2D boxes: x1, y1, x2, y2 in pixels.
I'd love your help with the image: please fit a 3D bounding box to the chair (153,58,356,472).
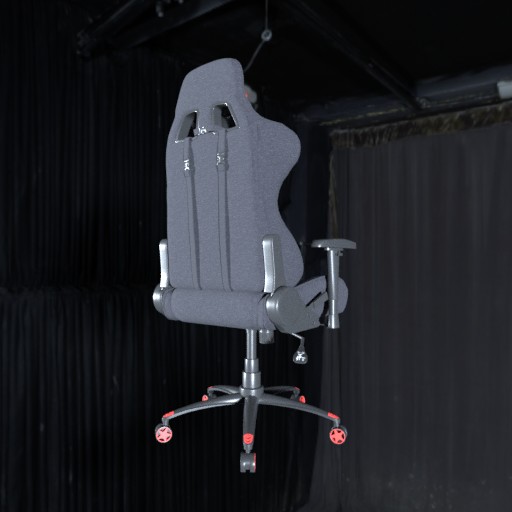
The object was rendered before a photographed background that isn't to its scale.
[{"bbox_3d":[0.000,0.000,1.715,0.695,1.326,0.658,-1,-1,37],"label":"chair"}]
